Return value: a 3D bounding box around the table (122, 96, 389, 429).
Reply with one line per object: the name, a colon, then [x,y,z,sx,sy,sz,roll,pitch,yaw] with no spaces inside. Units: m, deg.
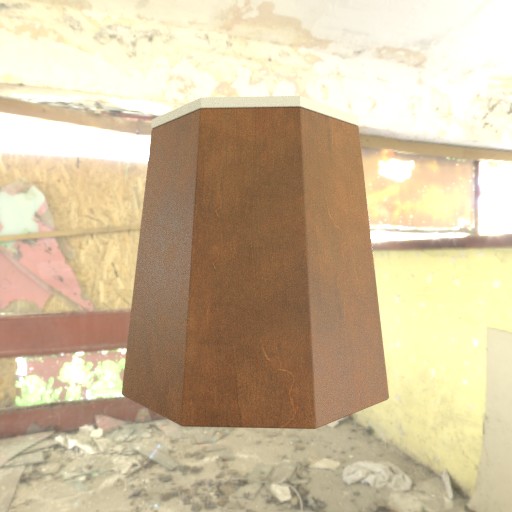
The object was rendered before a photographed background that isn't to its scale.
table: [0.000,0.000,0.805,0.439,0.457,0.439,0,0,1]
